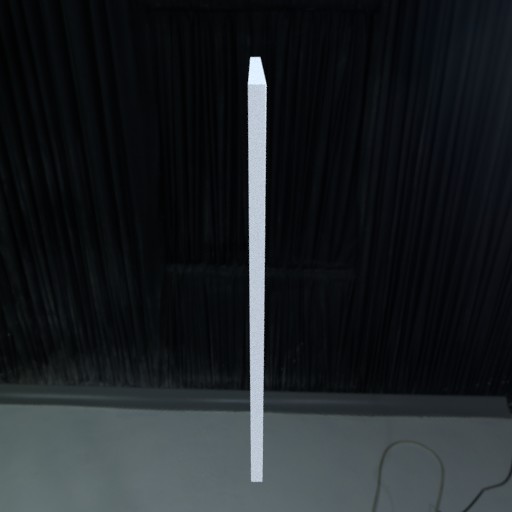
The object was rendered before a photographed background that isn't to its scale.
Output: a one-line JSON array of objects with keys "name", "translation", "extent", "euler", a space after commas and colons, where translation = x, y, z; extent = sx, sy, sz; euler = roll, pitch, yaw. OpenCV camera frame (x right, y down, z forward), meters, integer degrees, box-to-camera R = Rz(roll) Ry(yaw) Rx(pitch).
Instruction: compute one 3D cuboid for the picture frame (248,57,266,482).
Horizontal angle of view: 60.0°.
[{"name": "picture frame", "translation": [0.000, 0.000, 0.551], "extent": [0.013, 0.434, 0.305], "euler": [0, 27, 0]}]
